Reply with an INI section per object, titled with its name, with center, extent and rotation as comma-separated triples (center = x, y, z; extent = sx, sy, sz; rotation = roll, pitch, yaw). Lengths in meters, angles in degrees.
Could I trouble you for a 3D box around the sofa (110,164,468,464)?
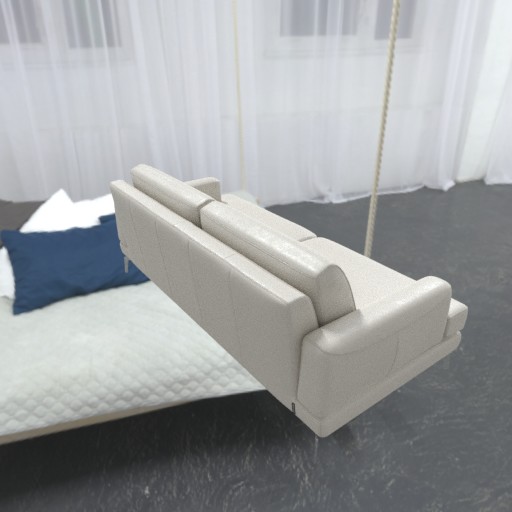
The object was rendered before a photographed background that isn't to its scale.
[sofa]
center = 0.000, 0.000, 2.409
extent = 0.974, 0.765, 1.940
rotation = -19, 32, -32
